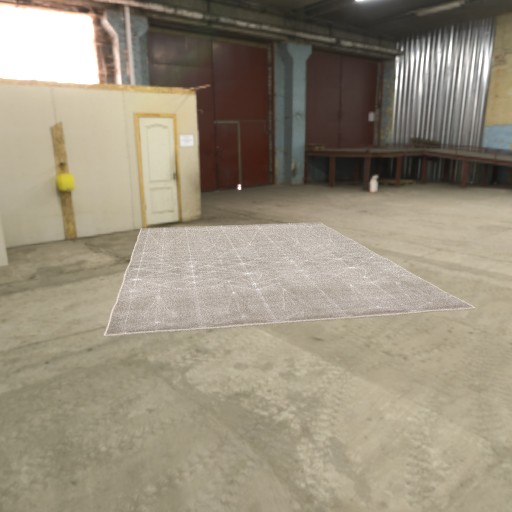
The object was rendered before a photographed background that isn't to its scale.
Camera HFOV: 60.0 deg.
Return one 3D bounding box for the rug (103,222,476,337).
[{"bbox_3d":[0.000,0.000,4.404,2.449,0.019,3.357,-3,15,-10],"label":"rug"}]
